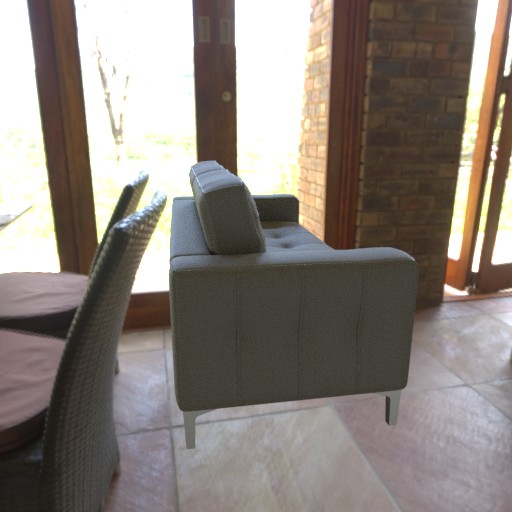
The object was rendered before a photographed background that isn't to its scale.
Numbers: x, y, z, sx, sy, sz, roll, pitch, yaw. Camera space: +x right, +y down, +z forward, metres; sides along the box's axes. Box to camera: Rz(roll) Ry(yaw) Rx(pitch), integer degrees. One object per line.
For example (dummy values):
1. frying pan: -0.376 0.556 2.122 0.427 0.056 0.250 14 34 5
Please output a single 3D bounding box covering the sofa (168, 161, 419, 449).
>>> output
1. sofa: 0.000 0.000 2.242 0.833 0.893 1.726 -3 16 -10
